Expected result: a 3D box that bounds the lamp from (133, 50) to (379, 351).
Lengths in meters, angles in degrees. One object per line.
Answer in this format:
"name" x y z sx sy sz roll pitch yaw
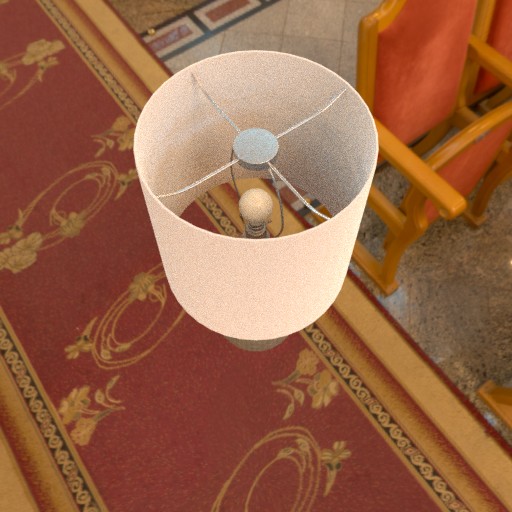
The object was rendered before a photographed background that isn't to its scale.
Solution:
"lamp" 0.000 0.000 0.463 0.186 0.369 0.186 0 64 0
